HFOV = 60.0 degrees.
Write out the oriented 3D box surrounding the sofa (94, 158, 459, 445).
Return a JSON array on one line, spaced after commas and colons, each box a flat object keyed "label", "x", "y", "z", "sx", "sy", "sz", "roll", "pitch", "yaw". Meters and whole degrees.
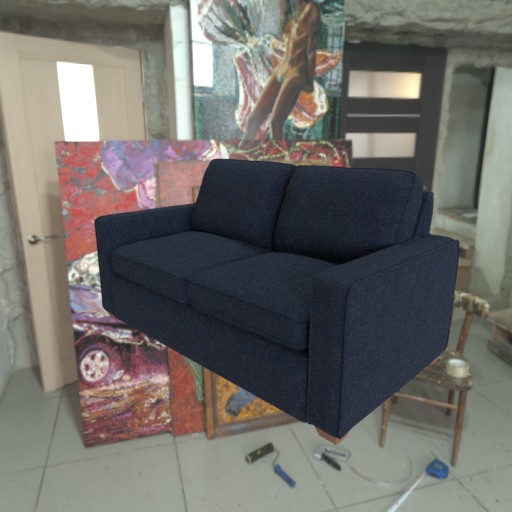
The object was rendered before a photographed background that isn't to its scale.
[{"label": "sofa", "x": 0.000, "y": 0.000, "z": 2.282, "sx": 1.709, "sy": 0.918, "sz": 0.947, "roll": 15, "pitch": 21, "yaw": 42}]
